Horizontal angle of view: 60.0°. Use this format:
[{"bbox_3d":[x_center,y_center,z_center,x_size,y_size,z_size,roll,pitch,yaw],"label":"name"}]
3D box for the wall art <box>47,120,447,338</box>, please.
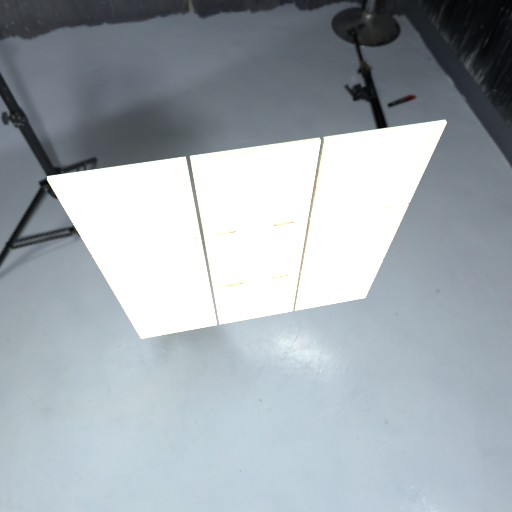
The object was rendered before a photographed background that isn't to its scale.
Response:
[{"bbox_3d":[0.000,0.000,1.843,1.214,1.219,0.013,-10,59,-6],"label":"wall art"}]
